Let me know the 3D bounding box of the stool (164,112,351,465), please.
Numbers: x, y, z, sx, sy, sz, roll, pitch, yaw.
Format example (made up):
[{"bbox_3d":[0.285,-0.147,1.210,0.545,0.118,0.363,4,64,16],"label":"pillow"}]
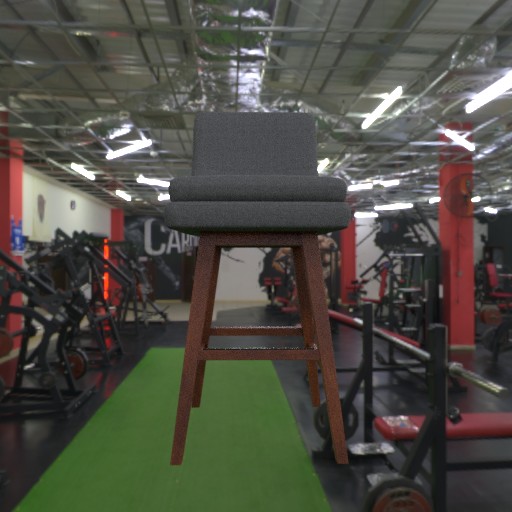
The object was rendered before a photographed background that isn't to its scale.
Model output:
[{"bbox_3d":[0.000,0.000,1.279,0.447,0.977,0.524,0,0,-1],"label":"stool"}]
